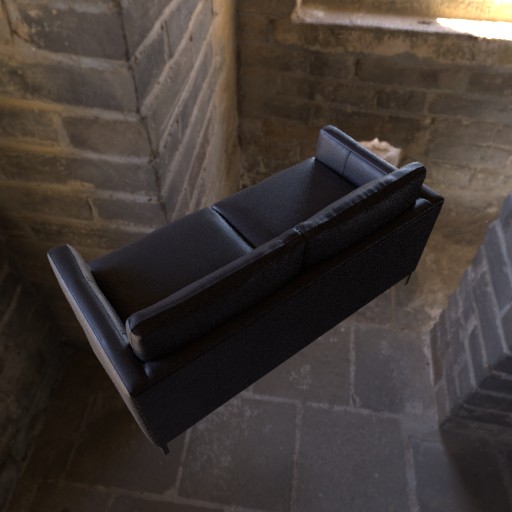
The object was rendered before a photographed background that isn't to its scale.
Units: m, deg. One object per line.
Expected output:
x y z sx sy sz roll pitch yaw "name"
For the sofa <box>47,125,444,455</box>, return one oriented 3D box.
0.000 0.000 2.301 1.805 0.883 0.947 -31 55 -25 "sofa"
